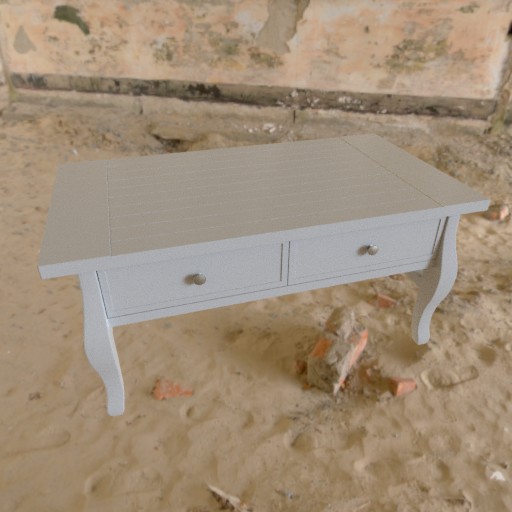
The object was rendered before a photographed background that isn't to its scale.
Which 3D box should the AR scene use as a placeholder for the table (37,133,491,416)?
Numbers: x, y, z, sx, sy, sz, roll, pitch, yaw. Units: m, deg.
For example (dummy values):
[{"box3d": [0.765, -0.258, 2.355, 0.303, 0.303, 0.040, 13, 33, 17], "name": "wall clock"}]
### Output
[{"box3d": [0.000, 0.000, 1.355, 1.062, 0.495, 0.600, -9, 33, -14], "name": "table"}]
